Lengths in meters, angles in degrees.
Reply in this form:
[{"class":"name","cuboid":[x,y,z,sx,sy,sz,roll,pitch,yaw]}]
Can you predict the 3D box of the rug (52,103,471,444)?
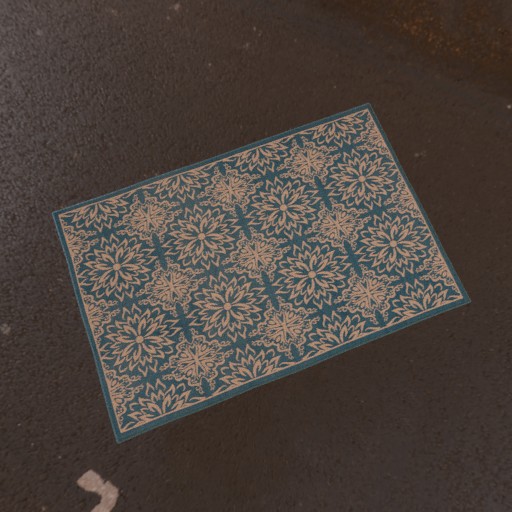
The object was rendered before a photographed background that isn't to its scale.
[{"class":"rug","cuboid":[0.000,0.000,2.266,1.833,0.012,1.211,-20,76,-5]}]
